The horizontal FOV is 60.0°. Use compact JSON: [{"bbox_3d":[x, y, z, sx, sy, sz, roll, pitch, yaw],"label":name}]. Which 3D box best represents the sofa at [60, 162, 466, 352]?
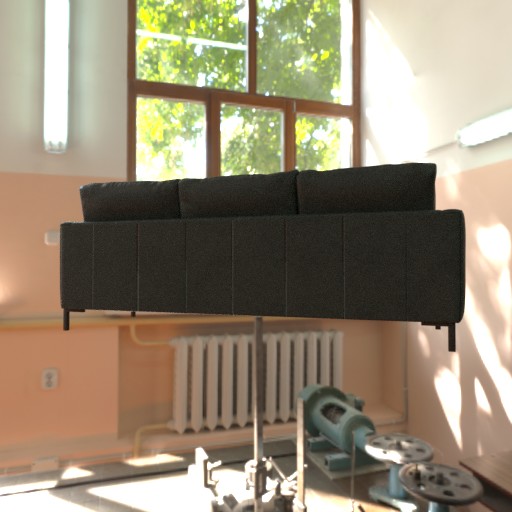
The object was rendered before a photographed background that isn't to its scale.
[{"bbox_3d":[0.000,0.000,2.443,2.029,0.805,0.748,0,-1,17],"label":"sofa"}]
